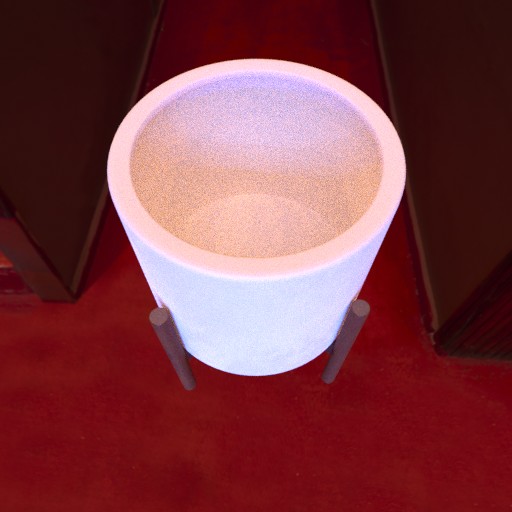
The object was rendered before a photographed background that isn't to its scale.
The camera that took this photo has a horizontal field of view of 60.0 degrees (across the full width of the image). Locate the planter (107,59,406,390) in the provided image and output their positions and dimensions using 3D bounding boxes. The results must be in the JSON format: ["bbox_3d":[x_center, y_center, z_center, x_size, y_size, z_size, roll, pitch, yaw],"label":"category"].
[{"bbox_3d":[0.000,0.000,0.875,0.421,0.581,0.420,1,59,0],"label":"planter"}]
